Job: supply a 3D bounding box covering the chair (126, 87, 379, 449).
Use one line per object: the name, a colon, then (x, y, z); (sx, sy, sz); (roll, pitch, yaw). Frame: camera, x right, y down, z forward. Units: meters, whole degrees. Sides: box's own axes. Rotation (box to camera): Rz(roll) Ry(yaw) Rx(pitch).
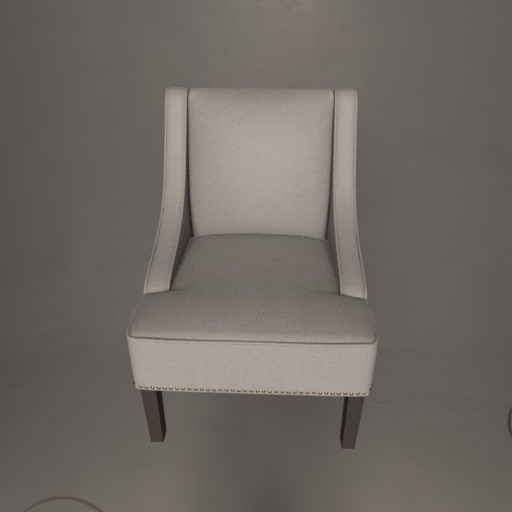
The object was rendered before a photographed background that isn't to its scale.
chair: (0.000, 0.000, 1.356); (0.631, 0.867, 0.747); (1, 30, 2)
